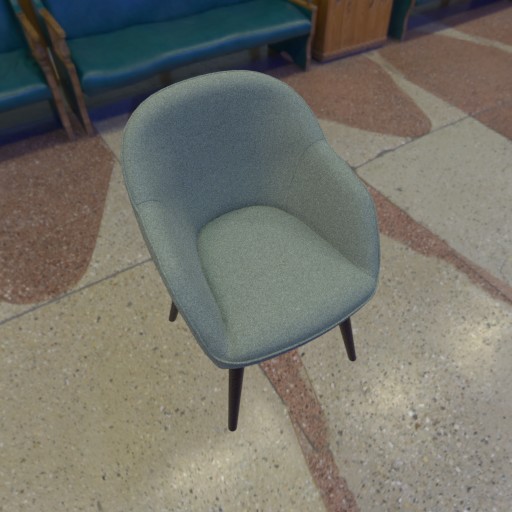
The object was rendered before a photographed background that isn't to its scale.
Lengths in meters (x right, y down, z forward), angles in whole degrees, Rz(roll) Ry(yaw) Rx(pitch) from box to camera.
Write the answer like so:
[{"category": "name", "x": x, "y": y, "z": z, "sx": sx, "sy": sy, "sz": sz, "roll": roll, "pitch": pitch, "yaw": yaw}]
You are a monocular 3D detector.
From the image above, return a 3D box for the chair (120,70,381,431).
[{"category": "chair", "x": 0.000, "y": 0.000, "z": 1.268, "sx": 0.589, "sy": 0.810, "sz": 0.611, "roll": -24, "pitch": 52, "yaw": -20}]
